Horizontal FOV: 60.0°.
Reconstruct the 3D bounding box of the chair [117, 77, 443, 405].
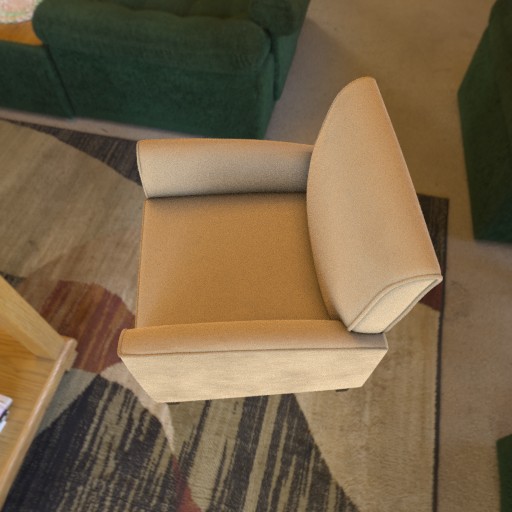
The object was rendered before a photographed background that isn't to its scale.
[{"bbox_3d":[0.000,0.000,1.557,0.821,0.915,0.820,-4,58,-2],"label":"chair"}]
